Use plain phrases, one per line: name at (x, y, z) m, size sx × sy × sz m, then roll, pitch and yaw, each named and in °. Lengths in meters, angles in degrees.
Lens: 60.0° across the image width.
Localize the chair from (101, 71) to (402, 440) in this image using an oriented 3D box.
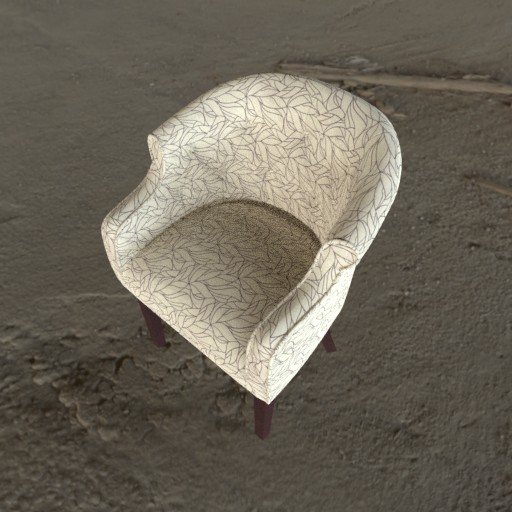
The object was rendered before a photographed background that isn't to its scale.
chair at (0.000, 0.000, 1.300) m, size 0.686 × 0.858 × 0.613 m, roll 33°, pitch 54°, yaw 28°
